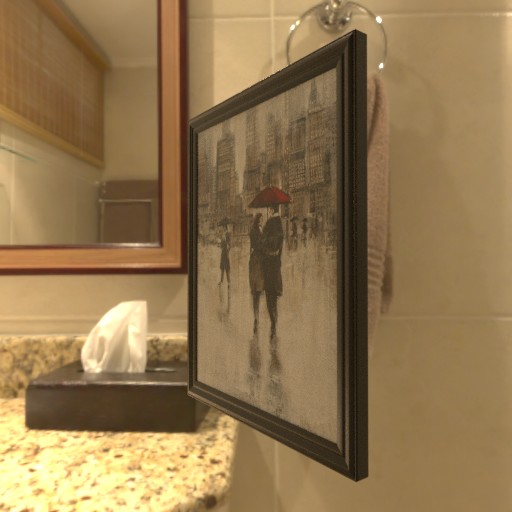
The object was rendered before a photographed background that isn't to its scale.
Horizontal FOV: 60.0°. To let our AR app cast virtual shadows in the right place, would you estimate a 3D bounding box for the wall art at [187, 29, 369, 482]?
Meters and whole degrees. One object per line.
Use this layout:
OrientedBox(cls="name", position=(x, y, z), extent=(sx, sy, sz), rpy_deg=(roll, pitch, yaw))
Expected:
OrientedBox(cls="wall art", position=(0.000, 0.000, 1.560), extent=(0.053, 1.194, 0.950), rpy_deg=(1, -1, -36))
